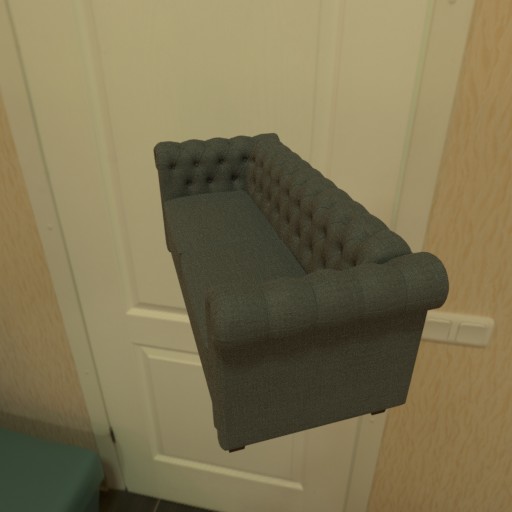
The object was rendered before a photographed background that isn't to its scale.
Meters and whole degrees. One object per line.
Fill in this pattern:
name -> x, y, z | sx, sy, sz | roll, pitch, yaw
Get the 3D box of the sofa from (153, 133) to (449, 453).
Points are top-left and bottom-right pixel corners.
sofa -> 0.000, 0.000, 2.226 | 0.783, 0.797, 1.798 | -9, 31, -14
